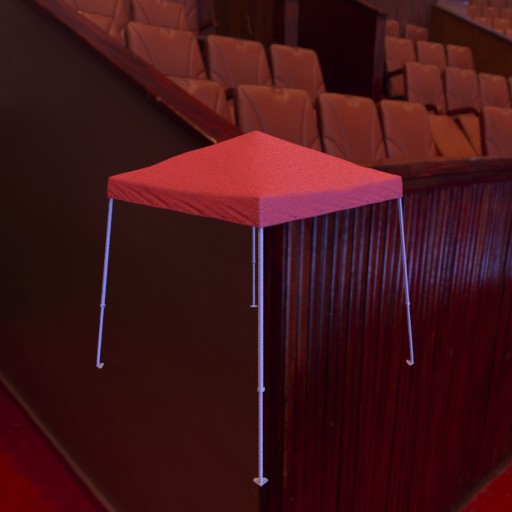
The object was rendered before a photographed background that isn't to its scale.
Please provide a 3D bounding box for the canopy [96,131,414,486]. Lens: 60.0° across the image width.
[{"bbox_3d":[0.000,0.000,6.617,3.600,3.600,3.599,14,21,42],"label":"canopy"}]
